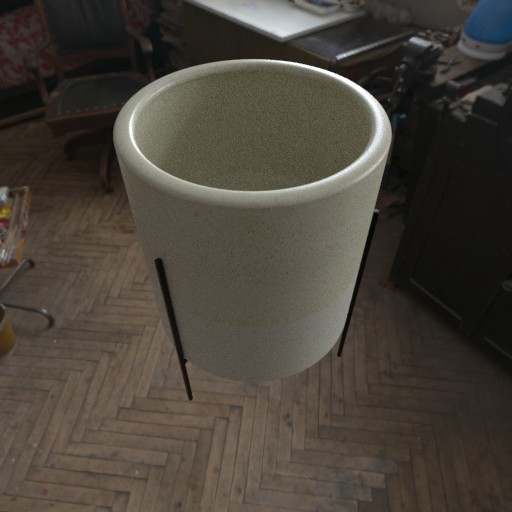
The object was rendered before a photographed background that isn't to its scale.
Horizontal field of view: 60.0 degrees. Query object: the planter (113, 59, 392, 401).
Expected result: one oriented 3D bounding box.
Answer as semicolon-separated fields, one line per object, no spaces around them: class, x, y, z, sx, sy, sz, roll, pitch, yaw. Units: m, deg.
planter;0.000;0.000;0.698;0.333;0.483;0.324;9;47;8
